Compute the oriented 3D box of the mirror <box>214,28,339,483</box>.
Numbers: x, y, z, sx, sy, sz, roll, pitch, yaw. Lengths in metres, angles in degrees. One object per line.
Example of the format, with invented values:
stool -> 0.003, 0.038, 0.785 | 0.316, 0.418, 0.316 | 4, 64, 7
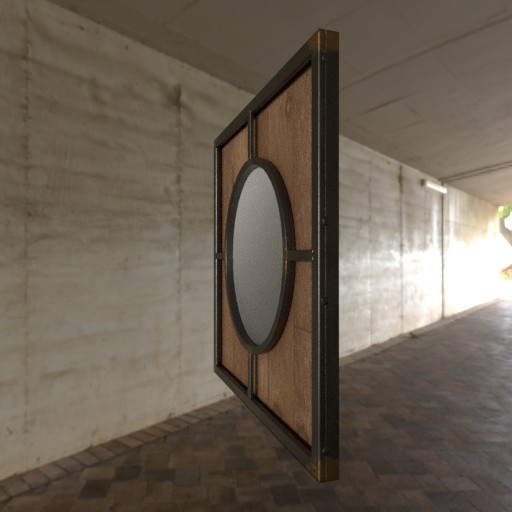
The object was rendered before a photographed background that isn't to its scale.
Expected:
mirror -> 0.000, 0.000, 0.554 | 0.020, 0.381, 0.382 | 0, 0, -19
